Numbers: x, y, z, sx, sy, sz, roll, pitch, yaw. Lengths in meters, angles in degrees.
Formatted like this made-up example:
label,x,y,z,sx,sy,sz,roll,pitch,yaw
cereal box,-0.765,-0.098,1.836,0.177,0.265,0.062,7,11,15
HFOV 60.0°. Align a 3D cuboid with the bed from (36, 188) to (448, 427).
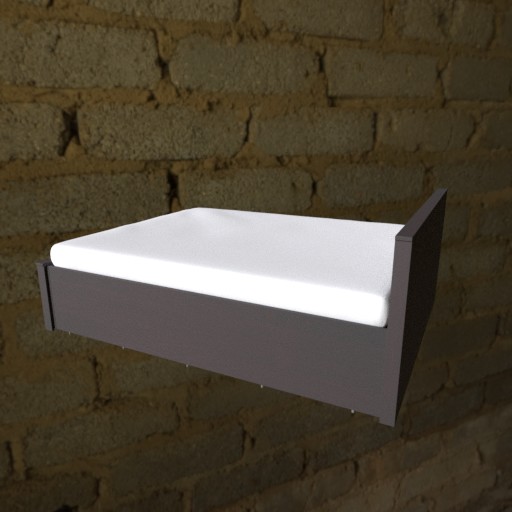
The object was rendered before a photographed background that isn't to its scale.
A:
label,x,y,z,sx,sy,sz,roll,pitch,yaw
bed,0.000,0.000,2.883,2.103,0.808,1.634,8,17,26
